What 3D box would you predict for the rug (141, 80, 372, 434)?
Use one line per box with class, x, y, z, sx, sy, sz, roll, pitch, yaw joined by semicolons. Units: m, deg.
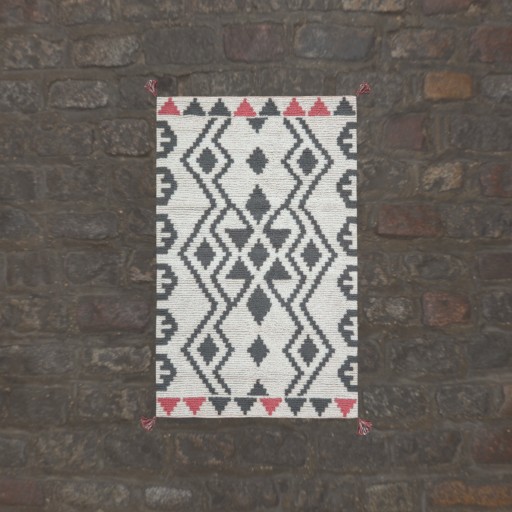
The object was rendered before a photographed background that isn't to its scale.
rug;0.000;0.000;3.337;1.741;0.066;2.672;0;89;1
